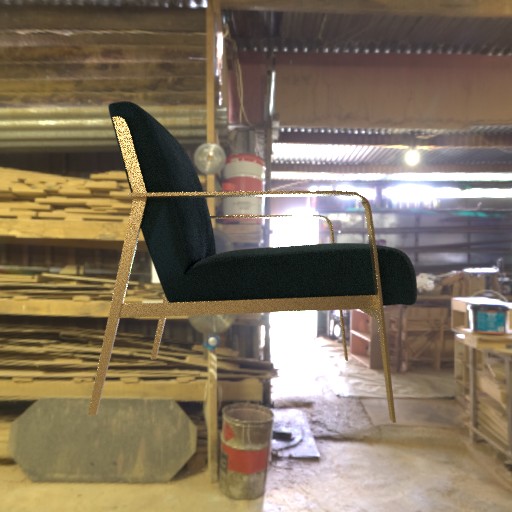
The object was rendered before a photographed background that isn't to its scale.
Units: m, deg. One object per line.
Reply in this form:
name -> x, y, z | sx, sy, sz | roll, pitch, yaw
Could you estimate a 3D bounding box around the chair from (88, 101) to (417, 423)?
chair -> 0.000, 0.000, 1.454 | 0.859, 0.831, 0.692 | 0, 0, 1
